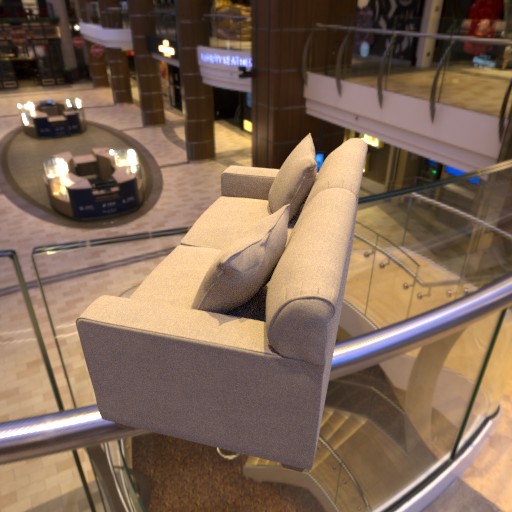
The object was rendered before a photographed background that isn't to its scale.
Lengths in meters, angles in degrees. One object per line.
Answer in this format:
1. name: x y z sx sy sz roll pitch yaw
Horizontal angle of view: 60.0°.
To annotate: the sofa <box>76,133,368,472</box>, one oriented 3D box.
1. sofa: 0.000 0.000 2.405 0.998 0.958 1.846 8 31 13
